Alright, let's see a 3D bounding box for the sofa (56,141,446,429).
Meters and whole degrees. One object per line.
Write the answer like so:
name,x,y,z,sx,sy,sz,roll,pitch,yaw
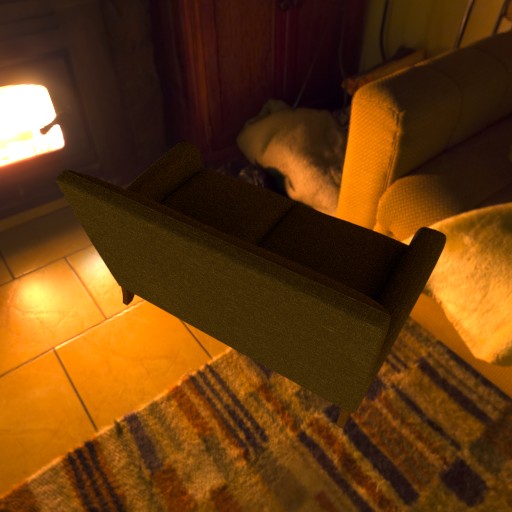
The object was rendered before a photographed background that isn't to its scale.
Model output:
sofa,0.000,0.000,2.131,1.509,0.905,0.867,24,50,22
